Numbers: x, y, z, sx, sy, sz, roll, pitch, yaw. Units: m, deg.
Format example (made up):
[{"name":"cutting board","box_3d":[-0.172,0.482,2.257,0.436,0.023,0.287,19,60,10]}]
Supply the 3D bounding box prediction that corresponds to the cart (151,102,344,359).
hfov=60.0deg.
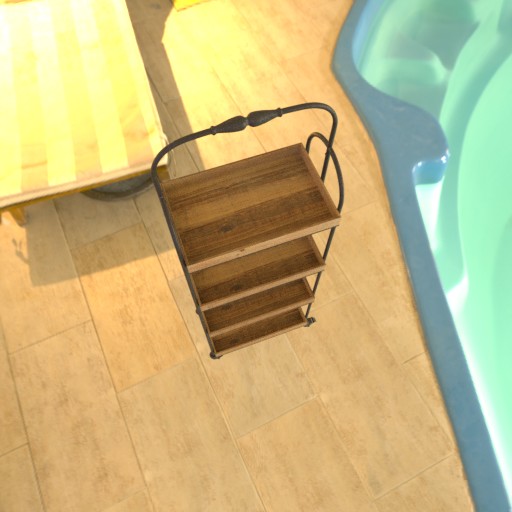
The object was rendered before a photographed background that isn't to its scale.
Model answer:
[{"name":"cart","box_3d":[0.000,0.000,1.699,0.581,1.481,0.308,-18,65,-9]}]
